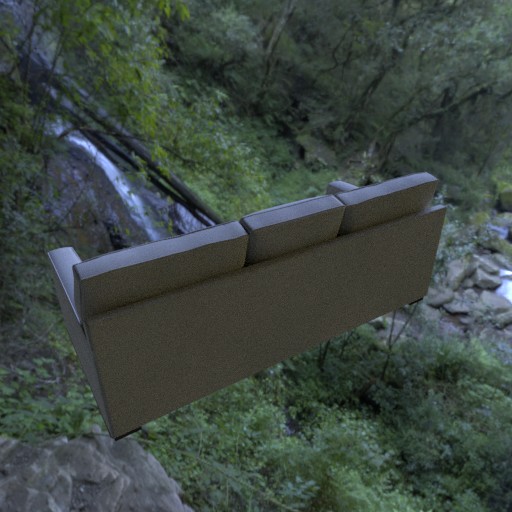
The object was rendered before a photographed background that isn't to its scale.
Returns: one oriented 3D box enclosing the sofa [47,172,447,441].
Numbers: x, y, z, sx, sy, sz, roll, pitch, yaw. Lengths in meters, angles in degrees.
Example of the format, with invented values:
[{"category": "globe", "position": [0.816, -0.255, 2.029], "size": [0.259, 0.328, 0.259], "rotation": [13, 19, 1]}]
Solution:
[{"category": "sofa", "position": [0.000, 0.000, 2.577], "size": [2.088, 0.862, 0.935], "rotation": [-17, 34, -28]}]
